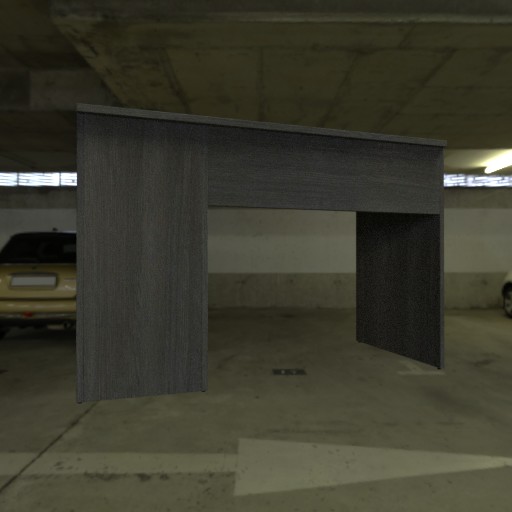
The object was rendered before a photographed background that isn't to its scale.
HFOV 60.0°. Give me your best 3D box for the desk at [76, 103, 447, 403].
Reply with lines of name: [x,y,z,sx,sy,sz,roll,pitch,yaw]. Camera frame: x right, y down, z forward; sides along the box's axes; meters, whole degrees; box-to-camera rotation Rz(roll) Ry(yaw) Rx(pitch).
desk: [0.000,0.000,1.501,1.096,0.730,0.560,0,0,-18]
